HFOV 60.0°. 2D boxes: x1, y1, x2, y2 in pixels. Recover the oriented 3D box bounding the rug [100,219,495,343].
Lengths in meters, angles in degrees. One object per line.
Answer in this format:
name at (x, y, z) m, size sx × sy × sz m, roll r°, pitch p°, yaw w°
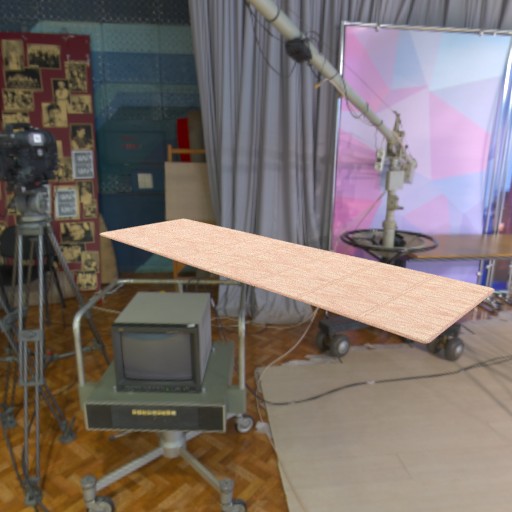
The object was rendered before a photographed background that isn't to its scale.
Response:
rug at (0.000, 0.000, 2.649) m, size 2.435 × 0.015 × 0.760 m, roll 15°, pitch 22°, yaw 42°
